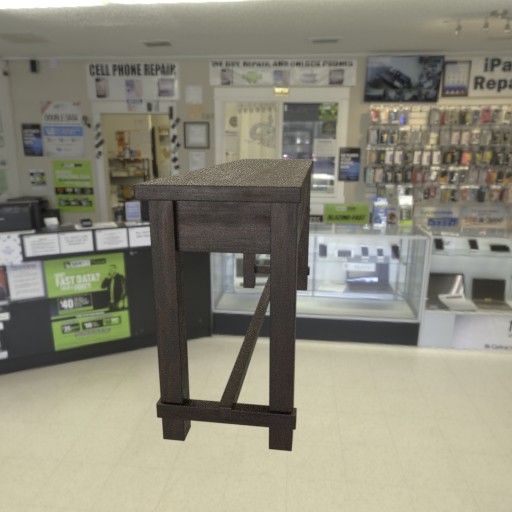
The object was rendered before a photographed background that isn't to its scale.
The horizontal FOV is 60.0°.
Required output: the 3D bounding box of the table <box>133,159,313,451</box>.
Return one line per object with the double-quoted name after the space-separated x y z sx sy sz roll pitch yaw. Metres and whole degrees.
0.000 0.000 1.923 0.442 0.762 1.599 2 15 8 "table"
